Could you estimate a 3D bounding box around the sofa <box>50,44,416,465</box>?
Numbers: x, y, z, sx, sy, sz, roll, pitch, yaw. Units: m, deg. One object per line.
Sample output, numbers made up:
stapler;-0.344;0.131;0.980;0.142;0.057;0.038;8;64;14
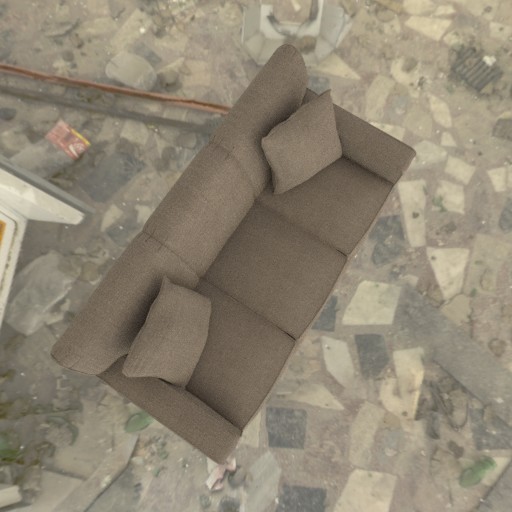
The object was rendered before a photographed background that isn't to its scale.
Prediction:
sofa;0.000;0.000;2.562;0.997;0.958;2.024;32;78;8
